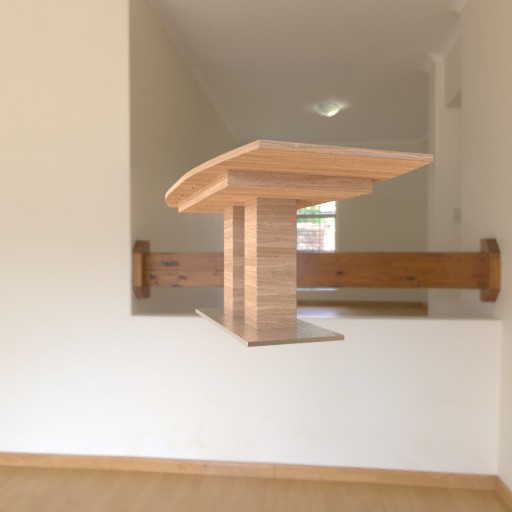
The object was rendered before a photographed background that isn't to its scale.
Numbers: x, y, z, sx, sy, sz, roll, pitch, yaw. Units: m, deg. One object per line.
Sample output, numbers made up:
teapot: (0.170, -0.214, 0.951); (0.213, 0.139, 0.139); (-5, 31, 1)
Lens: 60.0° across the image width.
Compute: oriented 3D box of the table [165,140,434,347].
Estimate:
table: (0.000, 0.000, 2.457); (0.900, 0.750, 2.032); (0, 1, -19)
